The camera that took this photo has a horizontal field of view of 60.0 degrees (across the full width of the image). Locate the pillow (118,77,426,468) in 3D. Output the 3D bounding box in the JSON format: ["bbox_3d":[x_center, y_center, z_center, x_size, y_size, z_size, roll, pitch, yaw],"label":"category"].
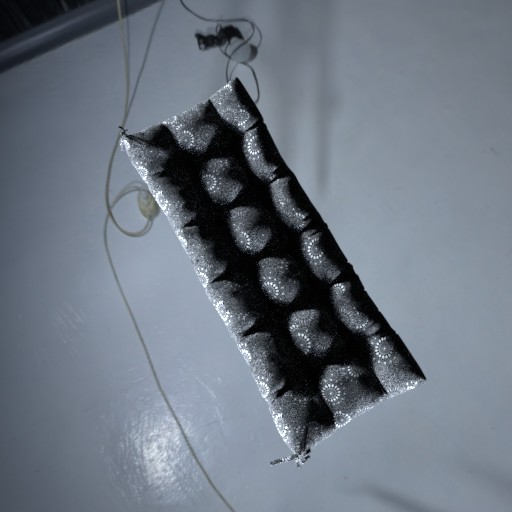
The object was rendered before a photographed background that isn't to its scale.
[{"bbox_3d":[0.000,0.000,1.370,0.511,0.174,1.194,-29,80,-6],"label":"pillow"}]
